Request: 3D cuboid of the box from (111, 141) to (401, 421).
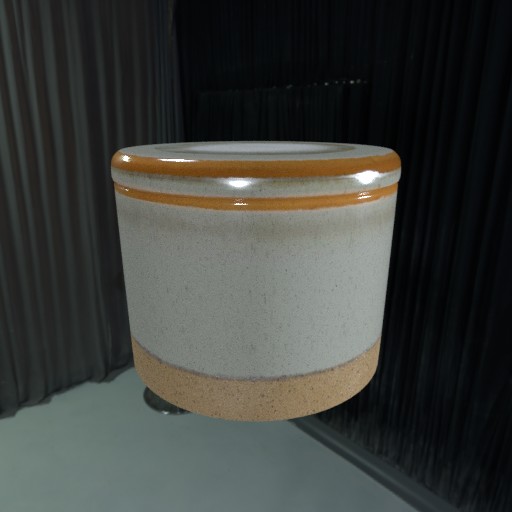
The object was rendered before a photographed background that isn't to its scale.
[{"bbox_3d":[0.000,0.000,0.210,0.123,0.100,0.123,0,17,0],"label":"box"}]
